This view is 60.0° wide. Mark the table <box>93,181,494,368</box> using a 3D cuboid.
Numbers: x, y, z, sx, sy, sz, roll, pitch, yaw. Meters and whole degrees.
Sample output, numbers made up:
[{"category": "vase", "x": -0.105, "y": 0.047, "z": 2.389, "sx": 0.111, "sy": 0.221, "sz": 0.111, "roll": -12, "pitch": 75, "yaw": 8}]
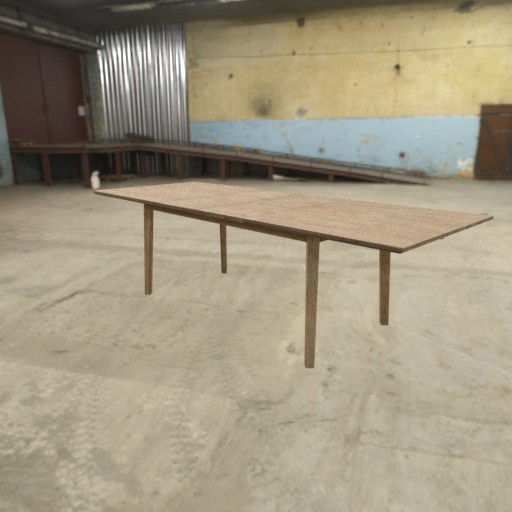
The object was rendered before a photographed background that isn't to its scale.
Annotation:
[{"category": "table", "x": 0.000, "y": 0.000, "z": 3.022, "sx": 1.000, "sy": 0.752, "sz": 2.603, "roll": -15, "pitch": 21, "yaw": -43}]
